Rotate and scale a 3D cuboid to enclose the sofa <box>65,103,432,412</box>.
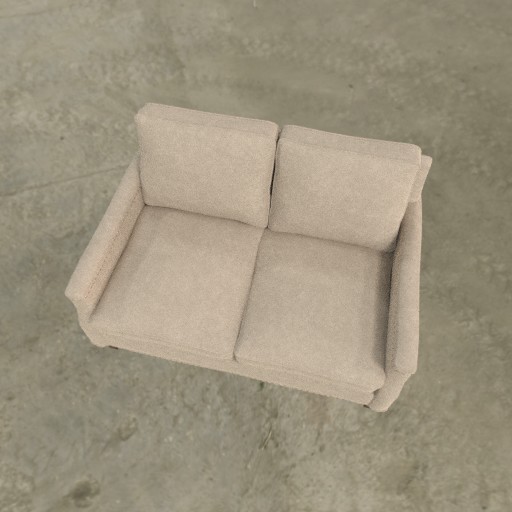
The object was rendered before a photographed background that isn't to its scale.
[{"bbox_3d":[0.000,0.000,2.260,1.597,1.002,1.084,11,60,7],"label":"sofa"}]
